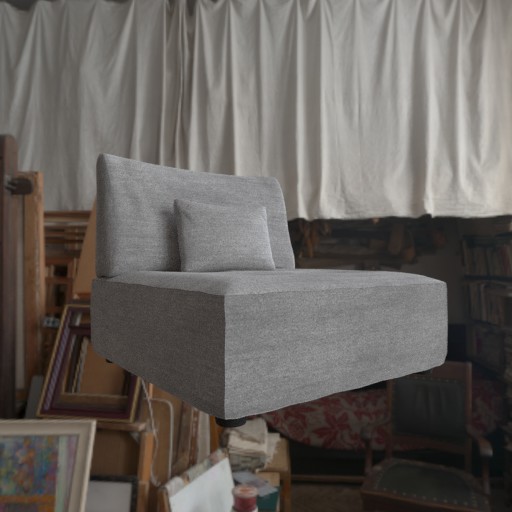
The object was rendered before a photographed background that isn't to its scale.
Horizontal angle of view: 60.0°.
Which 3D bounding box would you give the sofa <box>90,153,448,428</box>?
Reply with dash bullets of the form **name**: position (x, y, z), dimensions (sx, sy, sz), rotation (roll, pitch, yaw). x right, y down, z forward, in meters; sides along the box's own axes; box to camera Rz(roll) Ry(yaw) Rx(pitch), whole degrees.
- **sofa**: position (0.000, 0.000, 1.673), dimensions (0.930, 0.820, 1.000), rotation (0, 0, -37)
